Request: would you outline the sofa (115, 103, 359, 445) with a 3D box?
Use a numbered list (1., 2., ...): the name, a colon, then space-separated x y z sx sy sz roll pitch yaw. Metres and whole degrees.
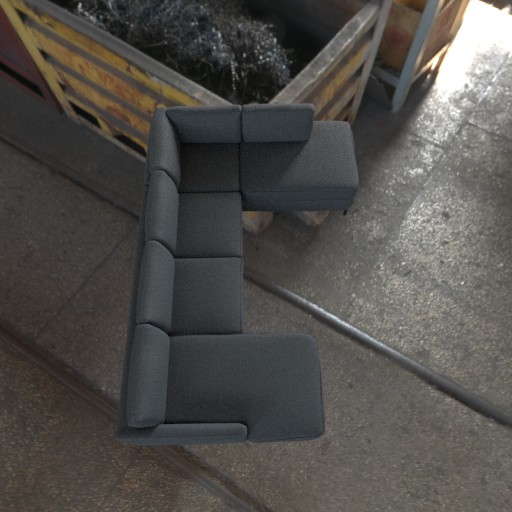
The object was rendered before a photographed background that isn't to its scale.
1. sofa: 0.000 0.000 3.830 1.984 0.858 2.975 -1 63 -1
